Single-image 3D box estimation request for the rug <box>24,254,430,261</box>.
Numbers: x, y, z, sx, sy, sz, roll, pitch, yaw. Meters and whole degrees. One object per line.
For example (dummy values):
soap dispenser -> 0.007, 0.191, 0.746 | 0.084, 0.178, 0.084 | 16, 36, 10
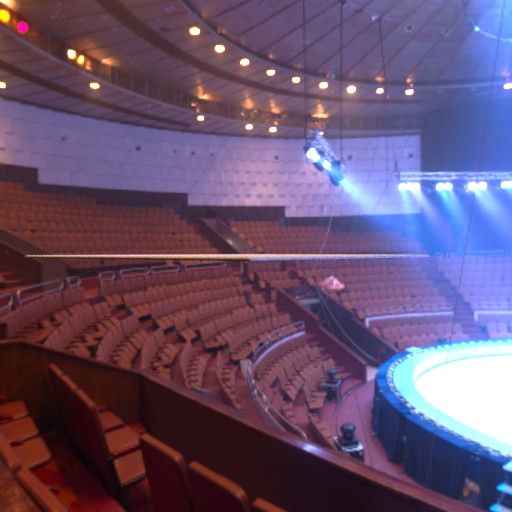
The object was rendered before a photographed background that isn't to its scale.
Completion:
rug -> 0.000, 0.000, 2.882 | 1.589, 0.014, 2.205 | 0, 1, 37
